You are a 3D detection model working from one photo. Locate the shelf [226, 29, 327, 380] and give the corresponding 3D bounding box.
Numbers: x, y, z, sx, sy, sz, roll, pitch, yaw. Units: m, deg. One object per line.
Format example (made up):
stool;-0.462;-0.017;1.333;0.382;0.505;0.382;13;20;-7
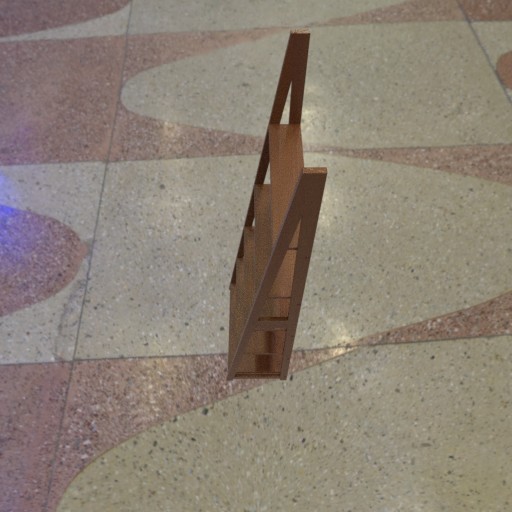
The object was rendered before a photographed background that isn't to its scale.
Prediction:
shelf;0.000;0.000;2.032;0.356;1.780;0.630;0;58;0
